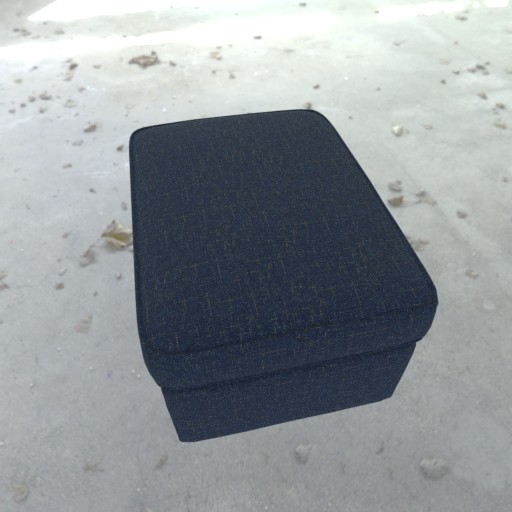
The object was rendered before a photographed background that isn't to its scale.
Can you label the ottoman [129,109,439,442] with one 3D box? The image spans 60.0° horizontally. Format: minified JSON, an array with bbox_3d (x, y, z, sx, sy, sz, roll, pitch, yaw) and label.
[{"bbox_3d":[0.000,0.000,1.118,0.549,0.450,0.749,-9,47,-9],"label":"ottoman"}]
